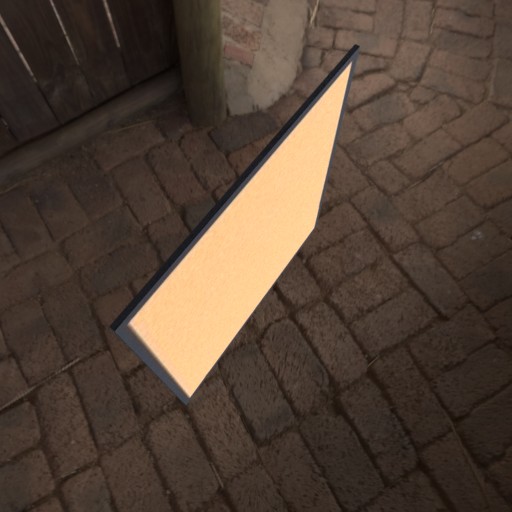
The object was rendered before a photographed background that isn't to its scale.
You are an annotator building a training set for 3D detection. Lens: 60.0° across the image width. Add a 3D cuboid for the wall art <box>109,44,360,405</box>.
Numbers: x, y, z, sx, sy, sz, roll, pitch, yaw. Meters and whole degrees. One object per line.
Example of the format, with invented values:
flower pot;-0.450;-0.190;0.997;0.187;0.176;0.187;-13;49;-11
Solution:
wall art;0.000;0.000;1.240;0.013;0.823;0.823;32;68;15
